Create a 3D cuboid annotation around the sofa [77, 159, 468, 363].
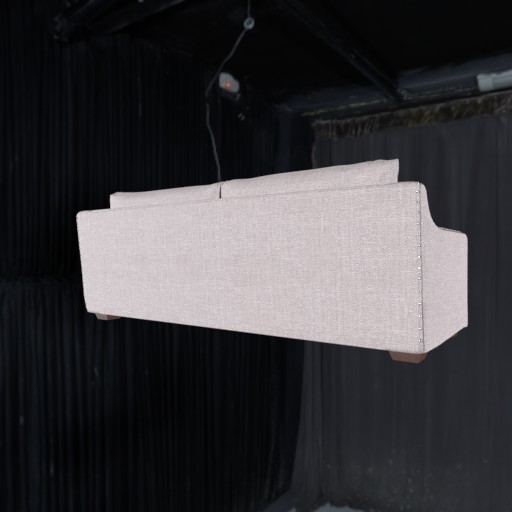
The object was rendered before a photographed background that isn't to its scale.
[{"bbox_3d":[0.000,0.000,2.697,2.208,0.857,1.000,0,1,35],"label":"sofa"}]
